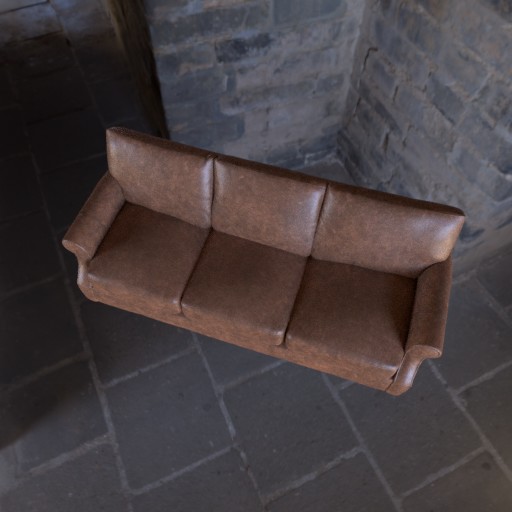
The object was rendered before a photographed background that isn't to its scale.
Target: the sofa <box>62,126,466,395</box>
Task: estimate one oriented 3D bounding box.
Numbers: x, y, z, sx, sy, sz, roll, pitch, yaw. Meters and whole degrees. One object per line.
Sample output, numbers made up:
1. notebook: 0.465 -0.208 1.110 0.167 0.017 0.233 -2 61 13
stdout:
1. sofa: 0.000 0.000 2.828 2.351 0.977 0.973 15 59 9
